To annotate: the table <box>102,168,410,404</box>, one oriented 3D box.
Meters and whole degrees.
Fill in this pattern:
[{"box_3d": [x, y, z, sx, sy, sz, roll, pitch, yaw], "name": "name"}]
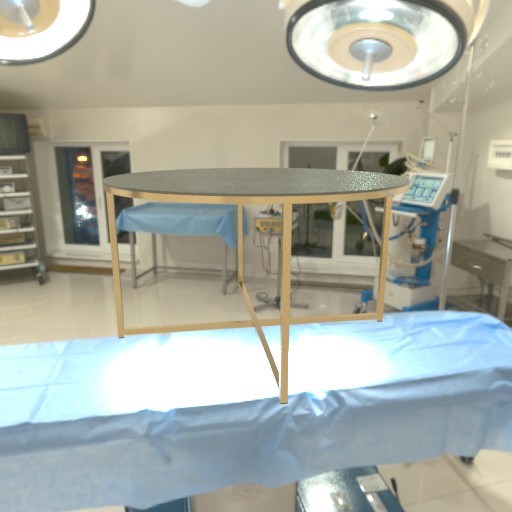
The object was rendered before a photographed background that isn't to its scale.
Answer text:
[{"box_3d": [0.000, 0.000, 1.272, 0.800, 0.450, 0.800, 0, 15, 0], "name": "table"}]
